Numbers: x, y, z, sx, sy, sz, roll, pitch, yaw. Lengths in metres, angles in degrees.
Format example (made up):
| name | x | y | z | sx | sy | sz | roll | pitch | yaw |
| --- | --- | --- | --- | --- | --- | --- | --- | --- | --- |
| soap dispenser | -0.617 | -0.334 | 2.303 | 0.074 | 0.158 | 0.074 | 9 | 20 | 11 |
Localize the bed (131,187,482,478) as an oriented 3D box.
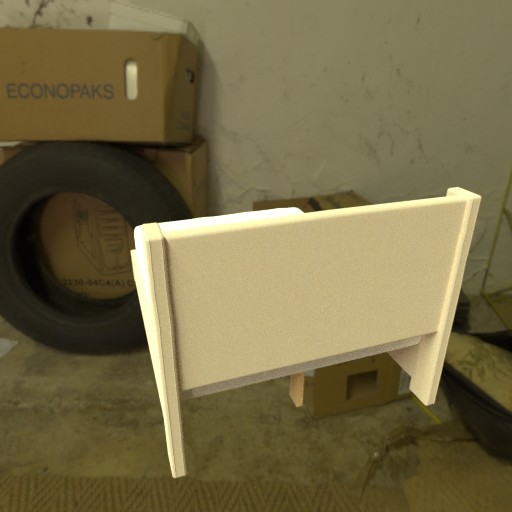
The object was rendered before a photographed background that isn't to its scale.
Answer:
| name | x | y | z | sx | sy | sz | roll | pitch | yaw |
| --- | --- | --- | --- | --- | --- | --- | --- | --- | --- |
| bed | 0.000 | 0.000 | 3.398 | 1.778 | 1.471 | 2.293 | -8 | 27 | -17 |
